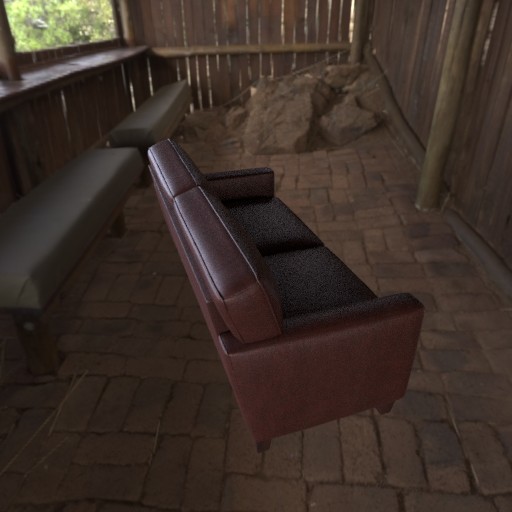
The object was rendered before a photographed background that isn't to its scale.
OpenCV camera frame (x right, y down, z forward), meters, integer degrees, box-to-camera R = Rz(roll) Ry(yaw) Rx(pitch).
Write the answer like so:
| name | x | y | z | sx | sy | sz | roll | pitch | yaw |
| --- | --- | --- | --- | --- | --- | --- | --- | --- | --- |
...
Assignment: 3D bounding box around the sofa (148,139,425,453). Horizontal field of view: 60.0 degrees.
| name | x | y | z | sx | sy | sz | roll | pitch | yaw |
| --- | --- | --- | --- | --- | --- | --- | --- | --- | --- |
| sofa | 0.000 | 0.000 | 2.487 | 0.912 | 0.928 | 1.876 | -10 | 32 | -16 |
